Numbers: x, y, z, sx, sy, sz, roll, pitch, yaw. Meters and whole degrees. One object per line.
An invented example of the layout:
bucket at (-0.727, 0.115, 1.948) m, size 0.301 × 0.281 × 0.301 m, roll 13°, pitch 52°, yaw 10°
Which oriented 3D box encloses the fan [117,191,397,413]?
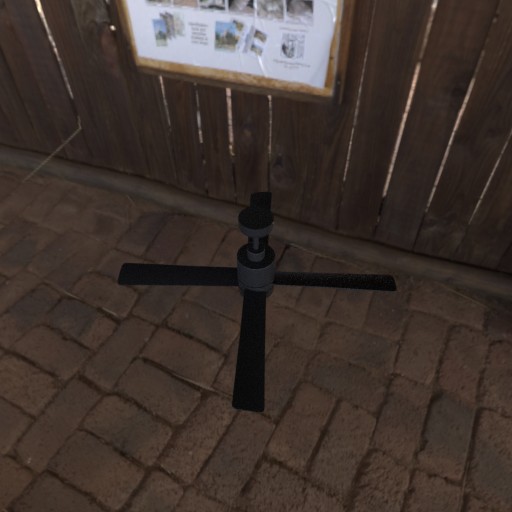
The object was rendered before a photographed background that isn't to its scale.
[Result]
fan at (0.000, 0.000, 2.322) m, size 1.525 × 0.534 × 1.525 m, roll 2°, pitch 46°, yaw 2°
